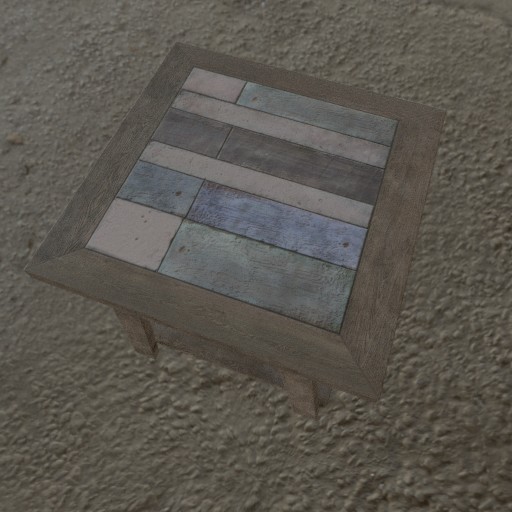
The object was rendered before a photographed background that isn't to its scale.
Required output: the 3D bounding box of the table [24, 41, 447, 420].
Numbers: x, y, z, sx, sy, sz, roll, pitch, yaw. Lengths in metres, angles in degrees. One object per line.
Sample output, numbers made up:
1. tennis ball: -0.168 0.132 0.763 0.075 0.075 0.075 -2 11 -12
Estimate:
1. table: 0.000 0.000 1.098 0.610 0.610 0.610 18 65 9
